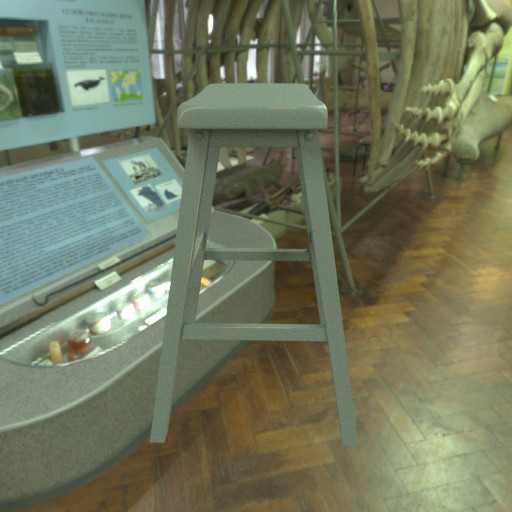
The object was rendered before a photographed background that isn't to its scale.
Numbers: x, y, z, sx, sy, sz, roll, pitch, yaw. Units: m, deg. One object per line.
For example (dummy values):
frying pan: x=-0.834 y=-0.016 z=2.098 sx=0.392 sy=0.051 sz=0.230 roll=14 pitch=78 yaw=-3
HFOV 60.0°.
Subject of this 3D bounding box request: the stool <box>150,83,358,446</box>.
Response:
stool: x=0.000 y=0.000 z=1.058 sx=0.476 sy=0.737 sz=0.457 roll=1 pitch=26 yaw=1
